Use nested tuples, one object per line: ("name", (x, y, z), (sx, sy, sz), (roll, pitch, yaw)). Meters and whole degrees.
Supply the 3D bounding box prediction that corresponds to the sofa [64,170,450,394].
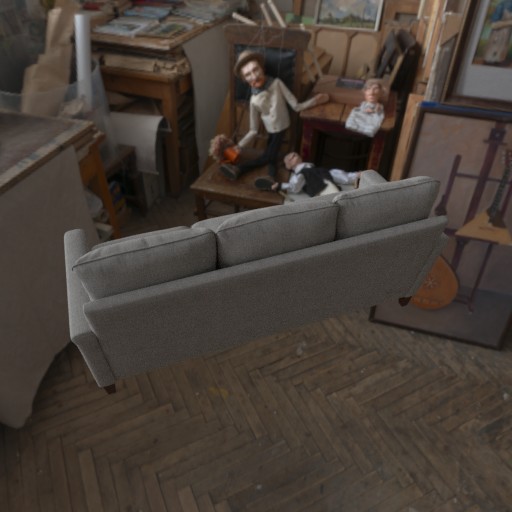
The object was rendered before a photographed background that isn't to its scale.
("sofa", (0.000, 0.000, 2.452), (1.925, 0.959, 0.828), (-14, 43, -15))
